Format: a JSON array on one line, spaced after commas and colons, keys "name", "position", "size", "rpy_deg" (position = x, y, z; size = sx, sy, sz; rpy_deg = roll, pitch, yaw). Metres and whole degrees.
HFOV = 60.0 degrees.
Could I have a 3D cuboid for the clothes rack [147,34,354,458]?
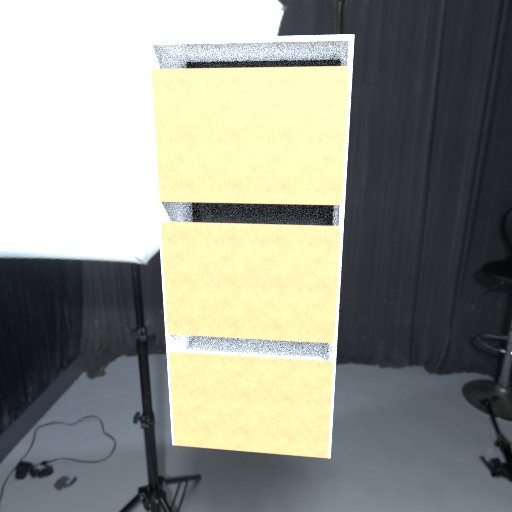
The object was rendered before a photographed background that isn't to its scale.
[{"name": "clothes rack", "position": [0.000, 0.000, 1.383], "size": [0.500, 1.187, 0.330], "rpy_deg": [2, 16, 7]}]
